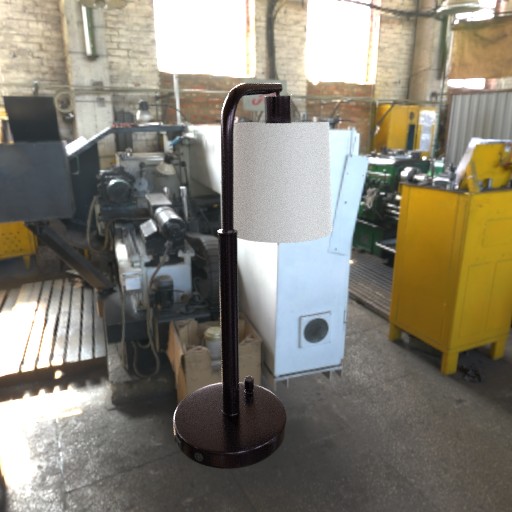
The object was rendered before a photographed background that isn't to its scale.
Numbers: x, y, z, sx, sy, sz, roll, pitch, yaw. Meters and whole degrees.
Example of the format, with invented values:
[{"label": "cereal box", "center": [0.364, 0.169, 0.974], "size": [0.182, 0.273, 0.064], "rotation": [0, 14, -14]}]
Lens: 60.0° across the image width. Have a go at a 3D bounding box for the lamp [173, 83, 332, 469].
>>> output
[{"label": "lamp", "center": [0.000, 0.000, 0.657], "size": [0.171, 0.489, 0.333], "rotation": [8, 19, 26]}]
